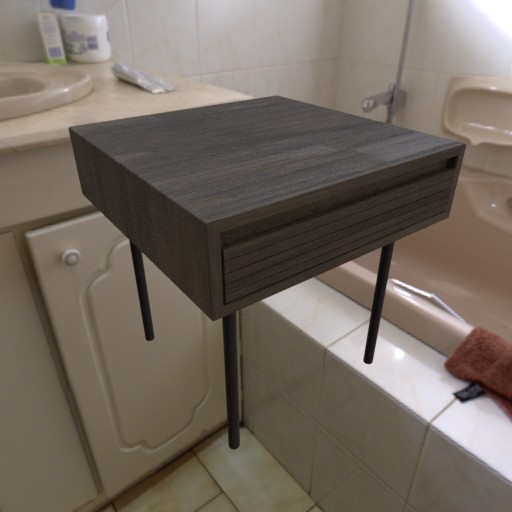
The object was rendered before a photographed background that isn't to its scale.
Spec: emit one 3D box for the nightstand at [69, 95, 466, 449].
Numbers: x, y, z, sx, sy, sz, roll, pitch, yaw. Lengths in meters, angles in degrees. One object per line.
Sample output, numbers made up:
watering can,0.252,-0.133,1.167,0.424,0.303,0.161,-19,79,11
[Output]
nightstand,0.000,0.000,0.906,0.502,0.497,0.503,-21,36,-31
